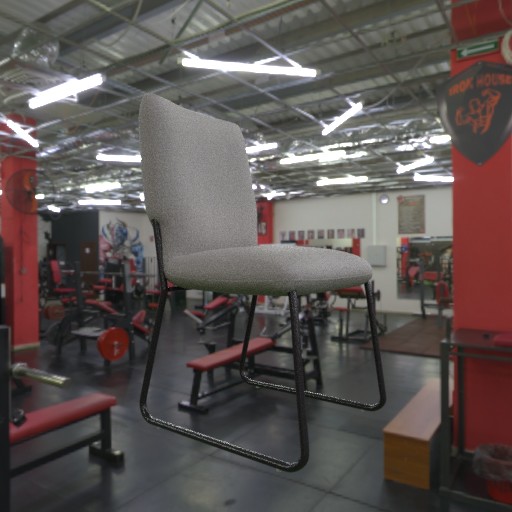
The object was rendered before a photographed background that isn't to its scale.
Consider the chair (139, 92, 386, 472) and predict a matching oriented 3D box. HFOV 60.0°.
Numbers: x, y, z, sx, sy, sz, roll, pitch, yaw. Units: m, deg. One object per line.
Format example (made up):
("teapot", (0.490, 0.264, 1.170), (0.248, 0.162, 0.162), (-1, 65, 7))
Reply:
("chair", (0.000, 0.000, 1.187), (0.560, 0.864, 0.448), (0, 1, 37))
